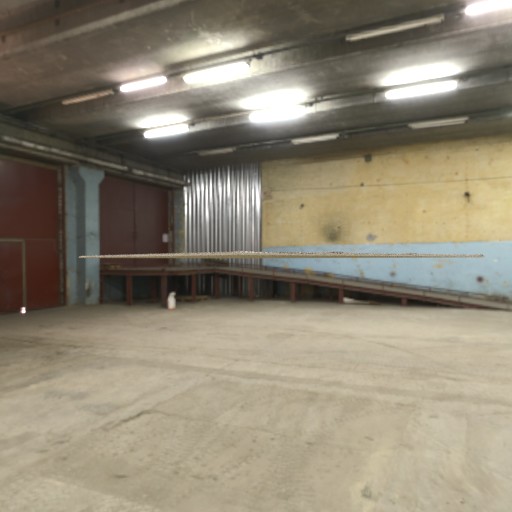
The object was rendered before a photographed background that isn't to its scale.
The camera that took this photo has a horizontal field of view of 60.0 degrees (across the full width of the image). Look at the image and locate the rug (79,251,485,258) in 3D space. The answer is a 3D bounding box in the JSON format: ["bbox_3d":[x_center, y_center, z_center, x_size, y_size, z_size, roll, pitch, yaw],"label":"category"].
[{"bbox_3d":[0.000,0.000,4.149,2.429,0.030,3.052,0,-1,-36],"label":"rug"}]
